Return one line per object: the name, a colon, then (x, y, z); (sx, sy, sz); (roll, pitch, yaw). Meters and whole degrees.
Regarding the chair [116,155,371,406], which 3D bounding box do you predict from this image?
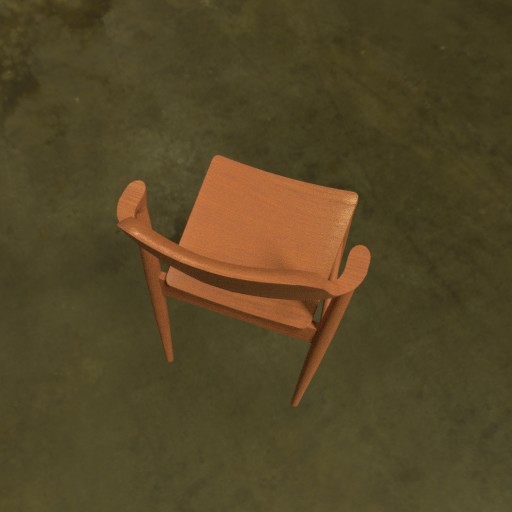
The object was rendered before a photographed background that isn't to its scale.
chair: (0.000, 0.000, 1.127); (0.496, 0.801, 0.499); (17, 64, 9)
